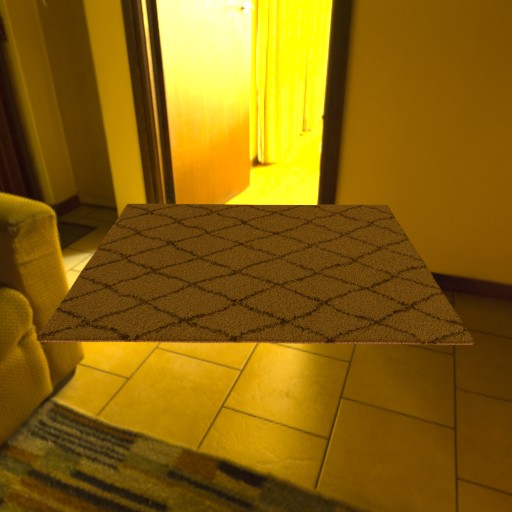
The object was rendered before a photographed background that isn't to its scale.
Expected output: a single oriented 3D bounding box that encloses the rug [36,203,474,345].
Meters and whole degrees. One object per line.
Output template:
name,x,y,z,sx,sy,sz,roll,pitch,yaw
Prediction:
rug,0.000,0.000,4.123,3.047,0.029,2.438,0,29,1
